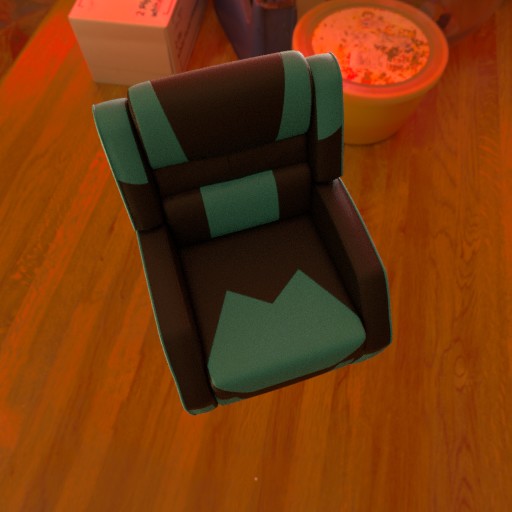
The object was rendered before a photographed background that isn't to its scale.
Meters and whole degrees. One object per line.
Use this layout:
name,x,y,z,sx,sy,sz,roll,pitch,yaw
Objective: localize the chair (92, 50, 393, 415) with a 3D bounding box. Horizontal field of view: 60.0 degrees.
chair,0.000,0.000,1.264,0.620,0.805,0.672,-16,64,-8
